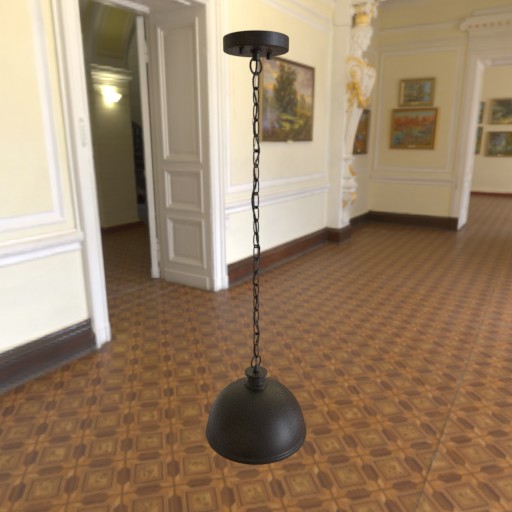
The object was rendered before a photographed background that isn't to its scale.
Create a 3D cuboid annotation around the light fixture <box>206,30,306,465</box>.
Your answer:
[{"bbox_3d":[0.000,0.000,1.210,0.304,1.090,0.304,-14,20,-43],"label":"light fixture"}]
